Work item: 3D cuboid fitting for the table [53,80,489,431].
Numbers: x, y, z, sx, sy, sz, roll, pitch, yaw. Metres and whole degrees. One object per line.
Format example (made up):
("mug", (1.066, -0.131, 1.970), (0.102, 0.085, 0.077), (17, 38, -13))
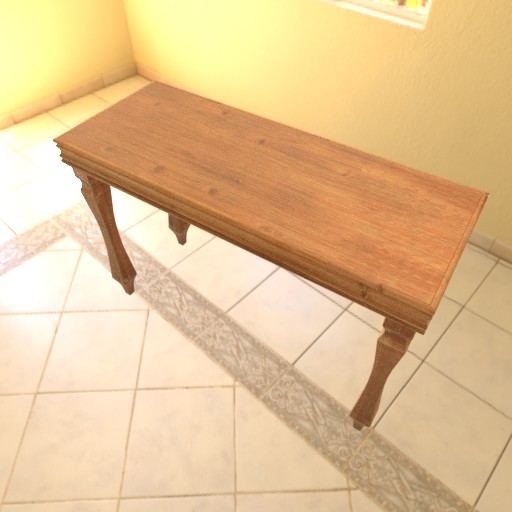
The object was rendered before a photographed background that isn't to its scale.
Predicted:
("table", (0.000, 0.000, 1.743), (1.330, 0.873, 0.522), (26, 52, 22))
